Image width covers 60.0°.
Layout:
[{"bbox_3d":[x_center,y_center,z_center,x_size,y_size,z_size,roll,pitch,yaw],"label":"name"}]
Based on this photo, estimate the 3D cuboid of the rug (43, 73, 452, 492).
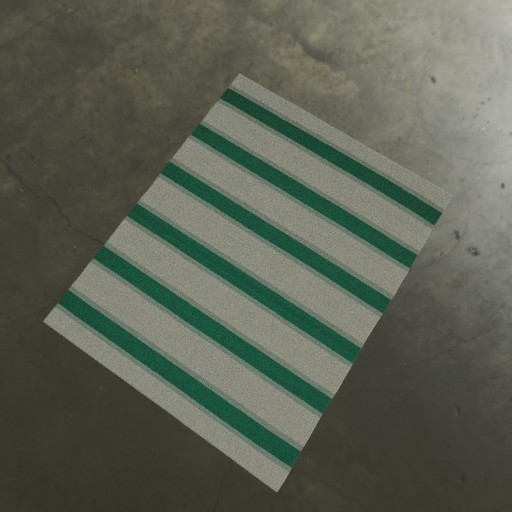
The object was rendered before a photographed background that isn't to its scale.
[{"bbox_3d":[0.000,0.000,4.012,2.434,0.019,3.041,33,77,8],"label":"rug"}]
